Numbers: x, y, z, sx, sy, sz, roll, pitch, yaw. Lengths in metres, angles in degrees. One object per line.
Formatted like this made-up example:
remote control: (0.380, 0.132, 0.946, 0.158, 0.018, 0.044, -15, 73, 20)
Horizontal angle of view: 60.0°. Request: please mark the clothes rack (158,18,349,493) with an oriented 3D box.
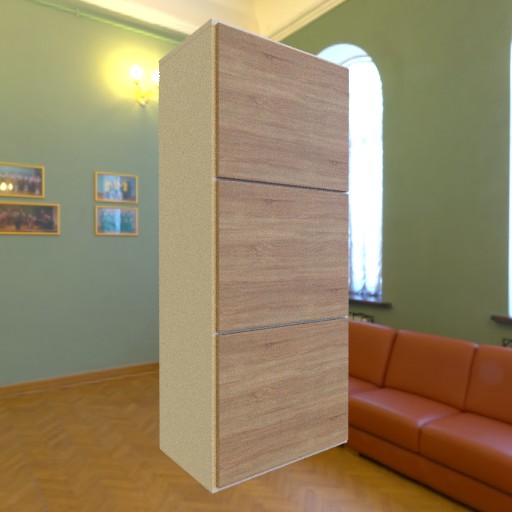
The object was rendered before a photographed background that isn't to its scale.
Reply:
clothes rack: (0.000, 0.000, 1.376, 0.500, 1.187, 0.331, -1, 1, -37)
